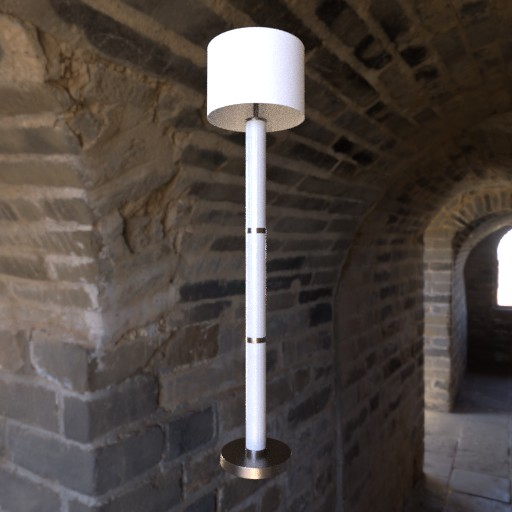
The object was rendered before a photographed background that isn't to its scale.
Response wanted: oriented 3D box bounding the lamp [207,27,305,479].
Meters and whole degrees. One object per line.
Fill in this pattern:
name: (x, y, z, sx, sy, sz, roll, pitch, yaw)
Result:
lamp: (0.000, 0.000, 1.727, 0.377, 1.599, 0.377, 0, 0, -17)
